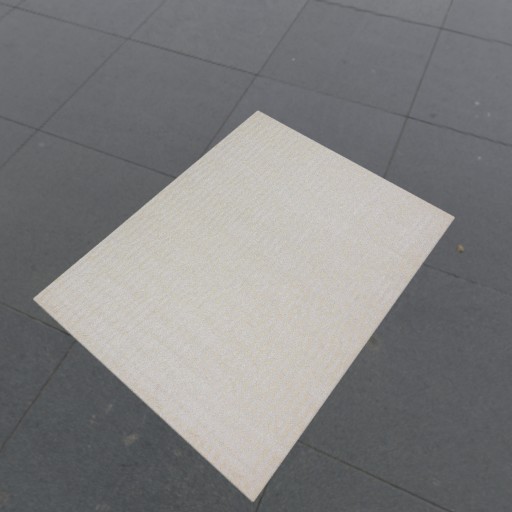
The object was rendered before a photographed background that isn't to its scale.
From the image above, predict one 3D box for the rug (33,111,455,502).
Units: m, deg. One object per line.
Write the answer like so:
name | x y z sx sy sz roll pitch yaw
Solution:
rug | 0.000 0.000 3.992 2.410 0.021 3.055 34 64 19
